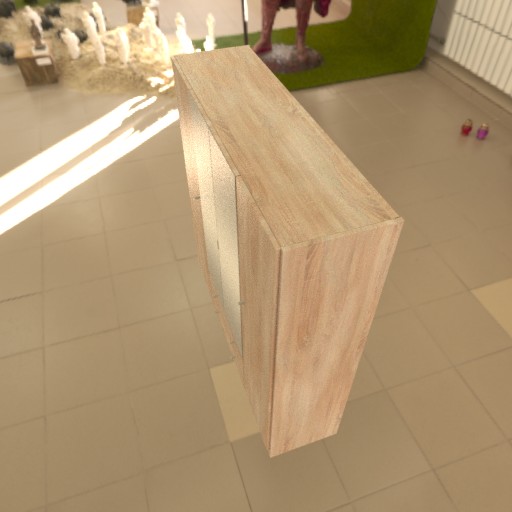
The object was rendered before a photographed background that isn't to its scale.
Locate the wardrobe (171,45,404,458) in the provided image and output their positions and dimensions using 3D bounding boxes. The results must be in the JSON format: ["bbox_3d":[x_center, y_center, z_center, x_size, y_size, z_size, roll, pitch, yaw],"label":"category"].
[{"bbox_3d":[0.000,0.000,3.196,0.598,2.159,1.998,-14,48,-13],"label":"wardrobe"}]
